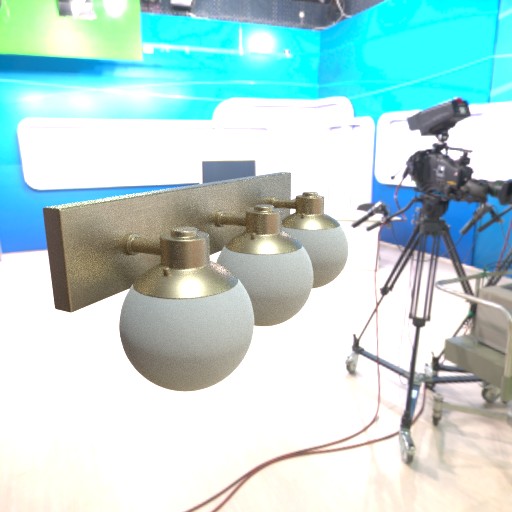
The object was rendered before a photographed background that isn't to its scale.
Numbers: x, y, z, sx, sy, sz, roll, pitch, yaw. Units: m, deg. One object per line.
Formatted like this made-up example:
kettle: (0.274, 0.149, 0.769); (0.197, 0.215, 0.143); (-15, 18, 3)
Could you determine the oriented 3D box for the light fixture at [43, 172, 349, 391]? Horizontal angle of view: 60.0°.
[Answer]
light fixture: (0.000, 0.000, 0.833); (0.218, 0.263, 0.721); (7, 16, 26)
